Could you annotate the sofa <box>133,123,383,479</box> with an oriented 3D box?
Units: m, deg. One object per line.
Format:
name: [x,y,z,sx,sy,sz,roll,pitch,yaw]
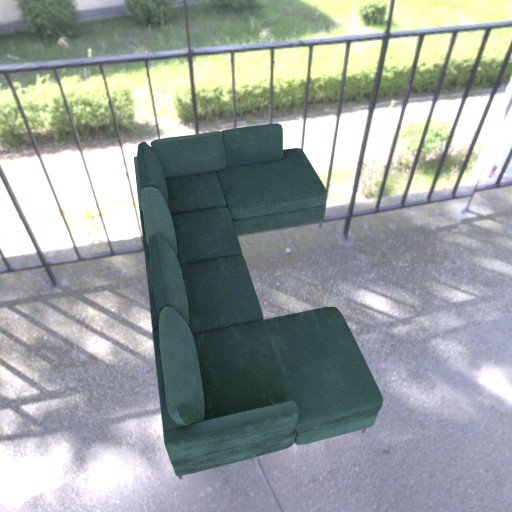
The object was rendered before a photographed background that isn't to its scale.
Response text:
sofa: [0.000,0.000,4.283,2.055,0.992,3.434,-10,46,-10]
